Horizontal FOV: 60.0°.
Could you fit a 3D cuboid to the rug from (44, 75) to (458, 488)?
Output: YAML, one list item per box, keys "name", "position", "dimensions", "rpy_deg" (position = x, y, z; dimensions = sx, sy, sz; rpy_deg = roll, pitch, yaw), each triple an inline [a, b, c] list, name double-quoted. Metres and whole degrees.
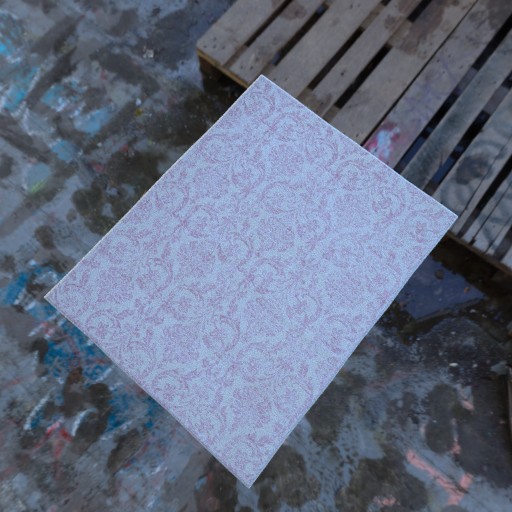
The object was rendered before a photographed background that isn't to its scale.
- name: "rug"
  position: [0.000, 0.000, 3.988]
  dimensions: [2.363, 0.012, 2.980]
  rpy_deg: [39, 78, 10]
